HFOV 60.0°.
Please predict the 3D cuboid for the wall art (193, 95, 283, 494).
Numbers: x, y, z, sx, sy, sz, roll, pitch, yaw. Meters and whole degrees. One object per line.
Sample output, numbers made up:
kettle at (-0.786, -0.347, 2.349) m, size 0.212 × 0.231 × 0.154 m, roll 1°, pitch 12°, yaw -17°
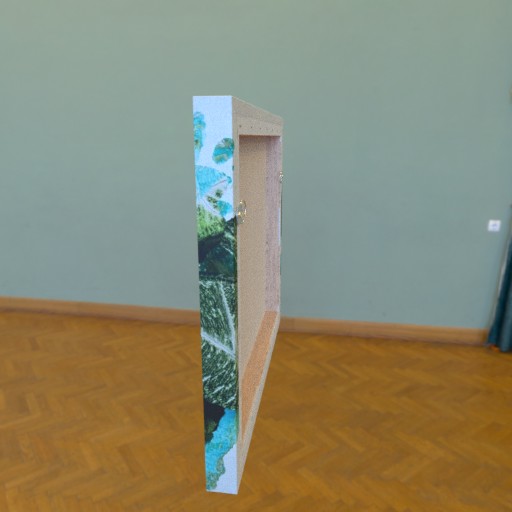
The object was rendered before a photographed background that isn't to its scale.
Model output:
wall art at (0.000, 0.000, 0.700) m, size 0.041 × 0.435 × 0.507 m, roll 2°, pitch 15°, yaw 8°
